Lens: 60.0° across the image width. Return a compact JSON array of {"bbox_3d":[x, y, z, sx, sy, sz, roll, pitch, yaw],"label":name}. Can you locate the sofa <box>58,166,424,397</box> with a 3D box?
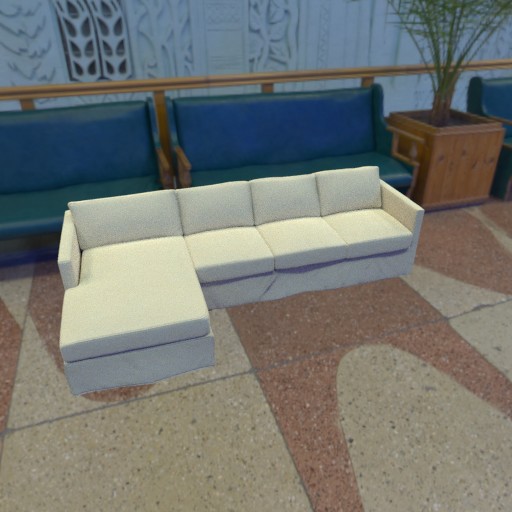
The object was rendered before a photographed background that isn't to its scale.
[{"bbox_3d":[0.000,0.000,3.898,3.205,0.922,1.650,-9,32,-14],"label":"sofa"}]
